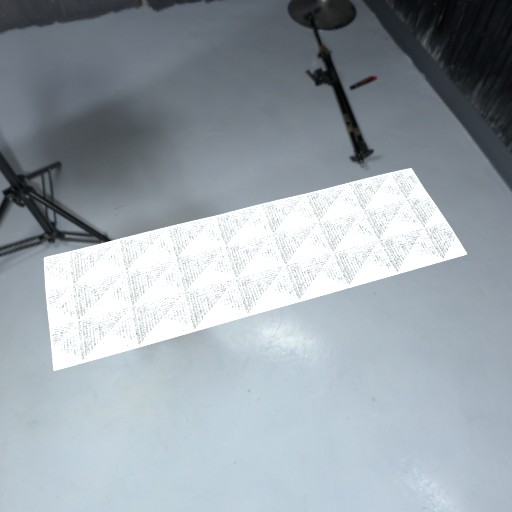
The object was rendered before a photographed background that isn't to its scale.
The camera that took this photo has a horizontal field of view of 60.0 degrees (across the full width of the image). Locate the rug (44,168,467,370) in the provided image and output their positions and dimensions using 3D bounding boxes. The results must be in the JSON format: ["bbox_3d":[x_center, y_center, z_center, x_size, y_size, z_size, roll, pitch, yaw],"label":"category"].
[{"bbox_3d":[0.000,0.000,2.379,2.182,0.015,0.645,-15,60,-9],"label":"rug"}]
